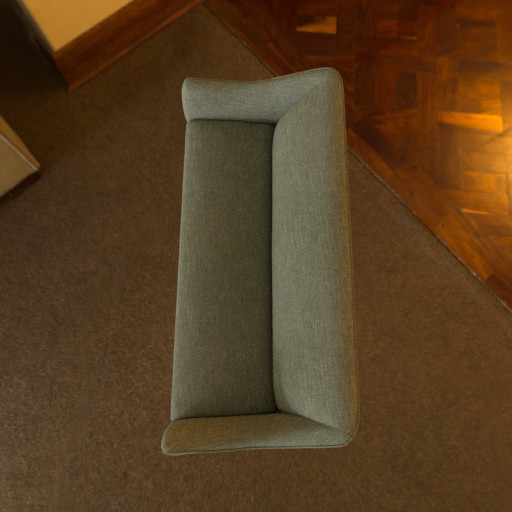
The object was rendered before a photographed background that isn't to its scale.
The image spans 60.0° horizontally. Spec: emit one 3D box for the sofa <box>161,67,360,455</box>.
[{"bbox_3d":[0.000,0.000,2.381,0.867,0.829,1.928,0,75,0],"label":"sofa"}]
